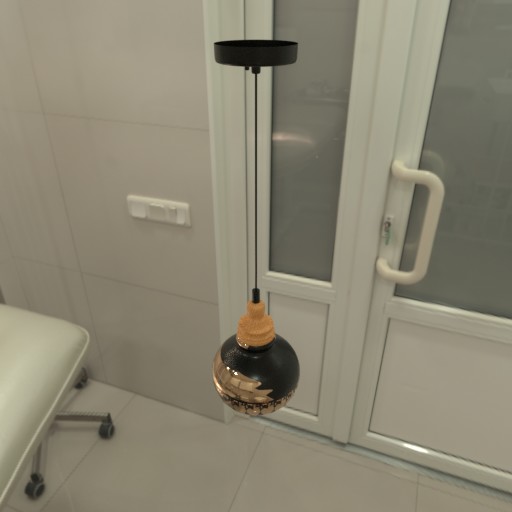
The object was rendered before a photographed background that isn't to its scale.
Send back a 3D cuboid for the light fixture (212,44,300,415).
[{"bbox_3d":[0.000,0.000,1.849,0.430,1.606,0.430,11,32,18],"label":"light fixture"}]
